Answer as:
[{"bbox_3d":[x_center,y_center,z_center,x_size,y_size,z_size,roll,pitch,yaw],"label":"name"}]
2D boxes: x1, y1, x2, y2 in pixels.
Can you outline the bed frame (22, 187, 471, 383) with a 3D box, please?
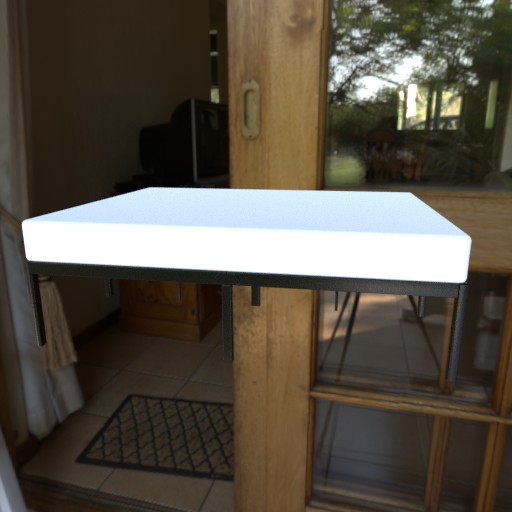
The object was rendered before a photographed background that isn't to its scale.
[{"bbox_3d":[0.000,0.000,2.768,2.072,0.659,1.557,3,15,10],"label":"bed frame"}]
